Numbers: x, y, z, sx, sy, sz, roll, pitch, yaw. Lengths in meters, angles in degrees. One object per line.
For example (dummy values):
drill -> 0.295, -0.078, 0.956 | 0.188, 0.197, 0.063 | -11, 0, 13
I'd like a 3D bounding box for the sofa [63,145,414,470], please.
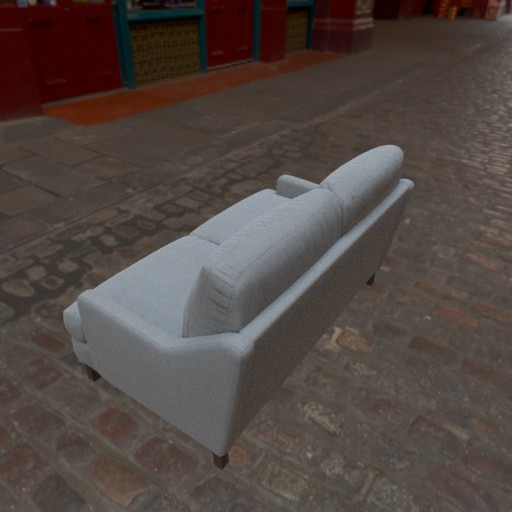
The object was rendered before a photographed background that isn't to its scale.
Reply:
sofa -> 0.000, 0.000, 2.182 | 0.987, 0.921, 1.589 | 20, 38, 29
